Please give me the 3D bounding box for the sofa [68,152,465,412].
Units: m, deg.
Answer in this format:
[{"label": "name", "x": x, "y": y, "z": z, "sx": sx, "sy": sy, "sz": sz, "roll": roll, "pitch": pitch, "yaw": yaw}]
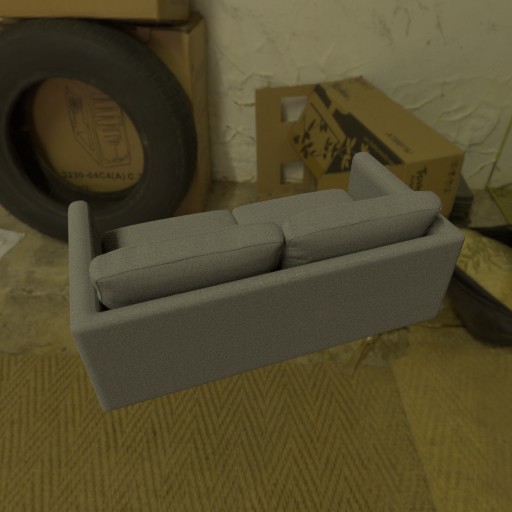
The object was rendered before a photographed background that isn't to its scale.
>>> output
[{"label": "sofa", "x": 0.000, "y": 0.000, "z": 2.272, "sx": 1.713, "sy": 0.866, "sz": 0.940, "roll": -12, "pitch": 41, "yaw": -14}]
